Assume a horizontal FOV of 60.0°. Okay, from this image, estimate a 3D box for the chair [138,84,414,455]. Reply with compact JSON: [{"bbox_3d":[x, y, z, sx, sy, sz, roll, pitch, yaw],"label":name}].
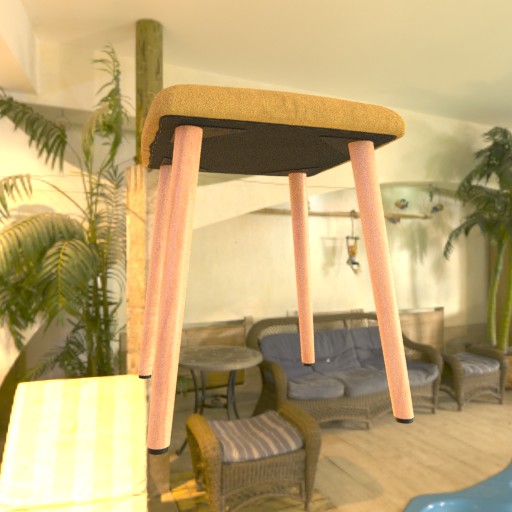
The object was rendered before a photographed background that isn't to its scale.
[{"bbox_3d":[0.000,0.000,0.698,0.350,0.440,0.350,0,0,-17],"label":"chair"}]
